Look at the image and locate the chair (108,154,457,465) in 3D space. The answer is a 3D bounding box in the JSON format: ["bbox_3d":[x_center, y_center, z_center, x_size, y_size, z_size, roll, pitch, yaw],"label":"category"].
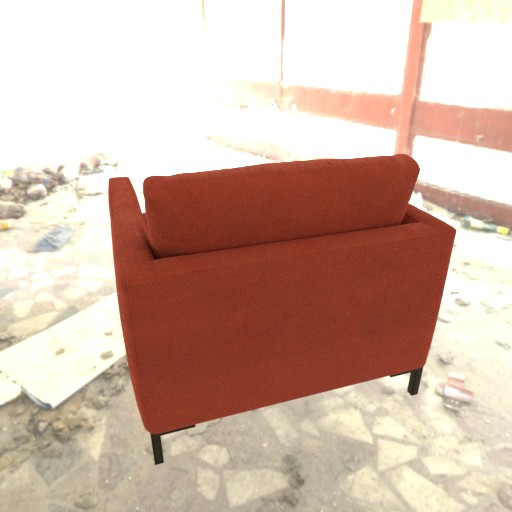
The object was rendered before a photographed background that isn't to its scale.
[{"bbox_3d":[0.000,0.000,1.591,0.964,0.812,0.875,-8,28,-16],"label":"chair"}]
